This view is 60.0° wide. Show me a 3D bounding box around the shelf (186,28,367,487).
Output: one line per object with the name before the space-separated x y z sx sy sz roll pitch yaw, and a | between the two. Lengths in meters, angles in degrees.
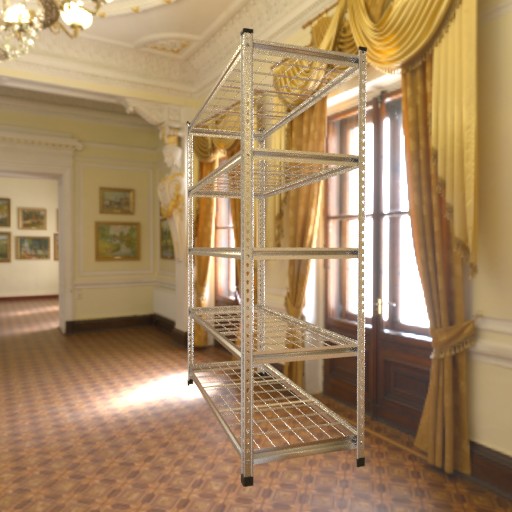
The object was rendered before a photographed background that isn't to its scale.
shelf | 0.000 0.000 2.728 0.610 1.981 1.524 0 1 -18
